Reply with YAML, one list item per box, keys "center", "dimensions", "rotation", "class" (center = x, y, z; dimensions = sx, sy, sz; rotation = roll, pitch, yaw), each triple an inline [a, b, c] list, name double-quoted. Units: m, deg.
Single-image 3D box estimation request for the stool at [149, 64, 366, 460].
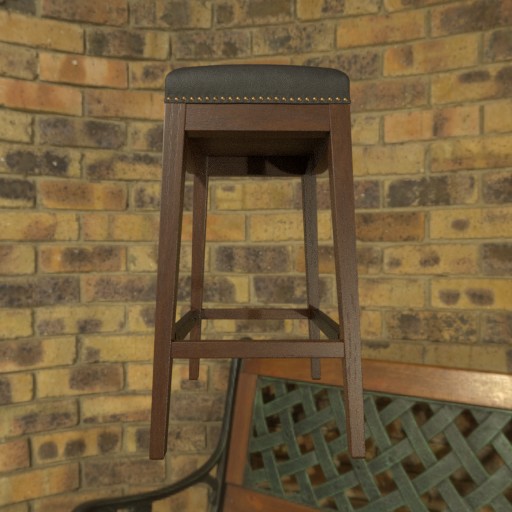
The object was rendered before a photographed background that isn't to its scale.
- center: [0.000, 0.000, 0.966]
  dimensions: [0.353, 0.664, 0.490]
  rotation: [0, 0, -1]
  class: "stool"
